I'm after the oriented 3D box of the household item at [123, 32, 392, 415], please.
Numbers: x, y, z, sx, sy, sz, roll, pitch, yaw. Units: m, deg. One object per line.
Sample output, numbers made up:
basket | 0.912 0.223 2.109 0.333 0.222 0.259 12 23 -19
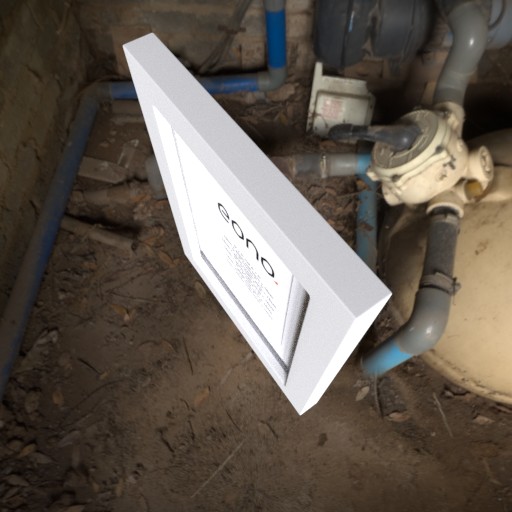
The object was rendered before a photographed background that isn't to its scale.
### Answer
household item | 0.000 0.000 0.328 0.045 0.250 0.200 -32 67 -16
